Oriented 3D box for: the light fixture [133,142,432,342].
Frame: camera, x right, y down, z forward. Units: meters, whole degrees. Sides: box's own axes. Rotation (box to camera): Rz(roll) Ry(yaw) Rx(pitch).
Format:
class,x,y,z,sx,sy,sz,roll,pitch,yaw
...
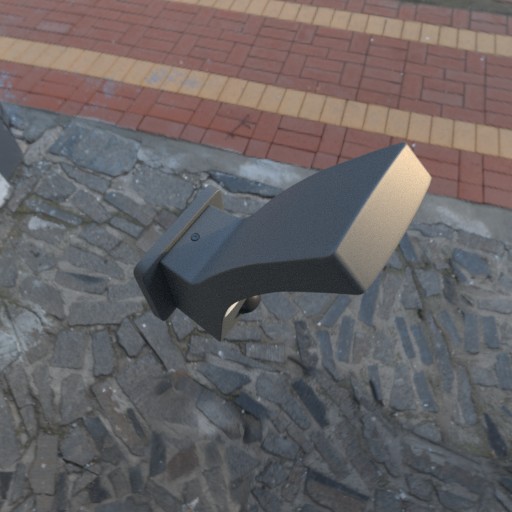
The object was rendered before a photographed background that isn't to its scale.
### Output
class,x,y,z,sx,sy,sz,roll,pitch,yaw
light fixture,0.000,0.000,0.330,0.174,0.243,0.108,30,64,16
